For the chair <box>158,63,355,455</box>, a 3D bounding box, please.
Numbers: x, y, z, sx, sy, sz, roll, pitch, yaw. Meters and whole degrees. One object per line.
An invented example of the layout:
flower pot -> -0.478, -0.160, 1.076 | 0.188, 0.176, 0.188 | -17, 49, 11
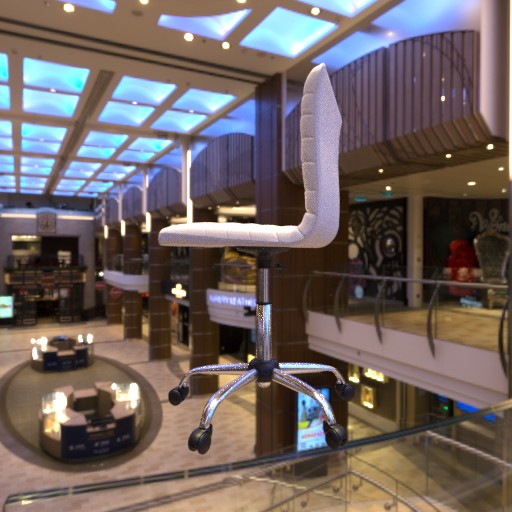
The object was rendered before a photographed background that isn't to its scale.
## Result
chair -> 0.000, 0.000, 1.062 | 0.455, 0.750, 0.520 | 0, 1, 16
